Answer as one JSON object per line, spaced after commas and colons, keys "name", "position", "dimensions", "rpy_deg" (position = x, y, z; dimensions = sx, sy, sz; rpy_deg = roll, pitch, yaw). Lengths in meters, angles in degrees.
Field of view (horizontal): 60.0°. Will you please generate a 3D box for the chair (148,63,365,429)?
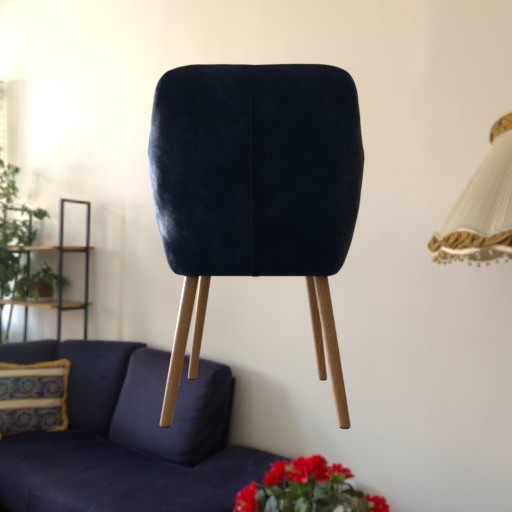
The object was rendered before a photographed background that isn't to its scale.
{"name": "chair", "position": [0.000, 0.000, 1.225], "dimensions": [0.578, 0.826, 0.573], "rpy_deg": [0, -1, 1]}
